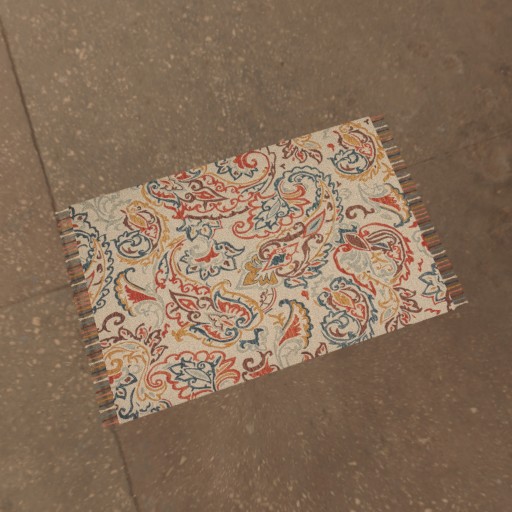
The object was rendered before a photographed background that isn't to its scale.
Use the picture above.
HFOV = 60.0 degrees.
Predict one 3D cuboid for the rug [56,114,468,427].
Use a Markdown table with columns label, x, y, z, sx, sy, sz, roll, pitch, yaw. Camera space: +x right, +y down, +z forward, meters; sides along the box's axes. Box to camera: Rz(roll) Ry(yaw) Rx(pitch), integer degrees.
| label | x | y | z | sx | sy | sz | roll | pitch | yaw |
| --- | --- | --- | --- | --- | --- | --- | --- | --- | --- |
| rug | 0.000 | 0.000 | 2.425 | 1.997 | 0.010 | 1.218 | -18 | 76 | -5 |
